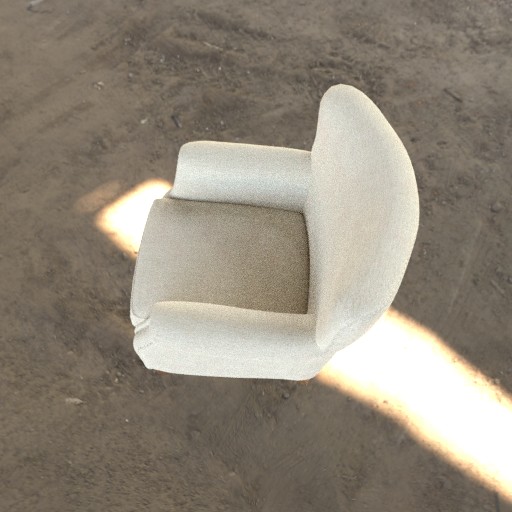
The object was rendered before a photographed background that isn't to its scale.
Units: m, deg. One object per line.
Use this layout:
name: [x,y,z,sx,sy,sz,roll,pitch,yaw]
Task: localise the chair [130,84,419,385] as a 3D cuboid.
chair: [0.000,0.000,1.650,0.921,0.936,0.861,2,60,1]
